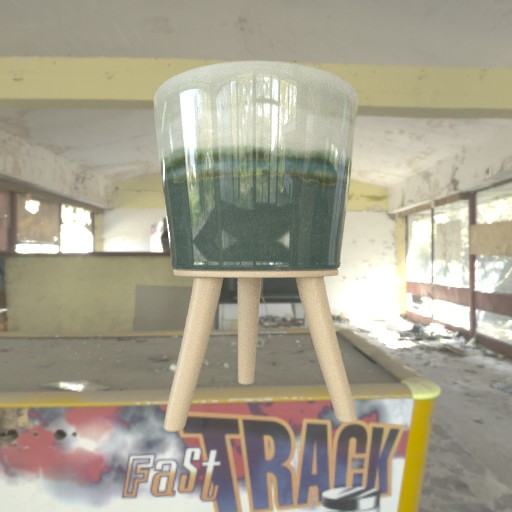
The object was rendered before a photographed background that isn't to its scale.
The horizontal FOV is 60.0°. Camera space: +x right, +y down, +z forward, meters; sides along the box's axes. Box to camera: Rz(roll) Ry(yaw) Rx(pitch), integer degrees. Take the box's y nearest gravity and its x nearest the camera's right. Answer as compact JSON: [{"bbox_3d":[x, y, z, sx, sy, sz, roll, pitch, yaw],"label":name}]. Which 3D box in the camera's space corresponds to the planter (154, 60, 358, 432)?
[{"bbox_3d":[0.000,0.000,0.480,0.217,0.331,0.217,0,-1,35],"label":"planter"}]
